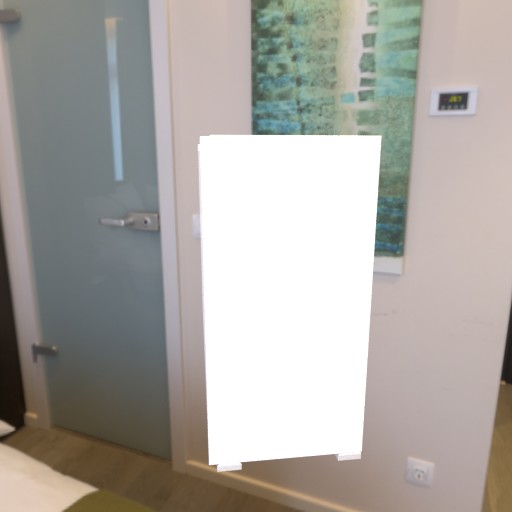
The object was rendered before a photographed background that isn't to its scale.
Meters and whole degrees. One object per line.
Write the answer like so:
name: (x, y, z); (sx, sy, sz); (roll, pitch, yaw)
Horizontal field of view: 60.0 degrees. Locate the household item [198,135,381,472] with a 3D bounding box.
household item: (0.000, 0.000, 1.733); (0.420, 0.867, 1.300); (-2, 13, -7)
